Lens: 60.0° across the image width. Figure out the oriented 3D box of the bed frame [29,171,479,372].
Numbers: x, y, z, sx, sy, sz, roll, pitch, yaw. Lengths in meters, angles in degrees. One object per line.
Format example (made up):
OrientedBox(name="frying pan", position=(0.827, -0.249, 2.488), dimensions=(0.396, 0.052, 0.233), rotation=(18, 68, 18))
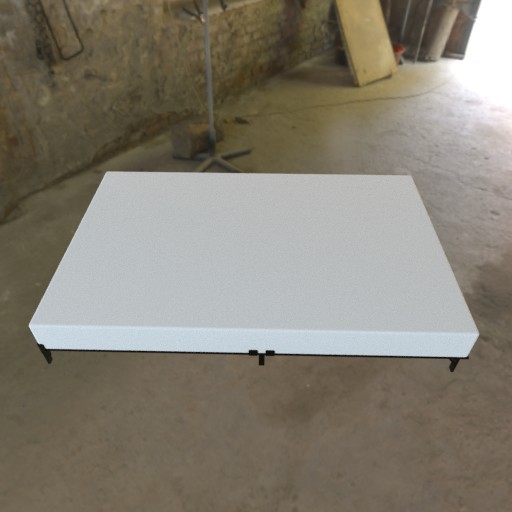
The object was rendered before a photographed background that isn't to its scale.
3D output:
OrientedBox(name="bed frame", position=(0.000, 0.000, 3.758), dimensions=(2.987, 0.440, 1.930), rotation=(1, 43, 1))
